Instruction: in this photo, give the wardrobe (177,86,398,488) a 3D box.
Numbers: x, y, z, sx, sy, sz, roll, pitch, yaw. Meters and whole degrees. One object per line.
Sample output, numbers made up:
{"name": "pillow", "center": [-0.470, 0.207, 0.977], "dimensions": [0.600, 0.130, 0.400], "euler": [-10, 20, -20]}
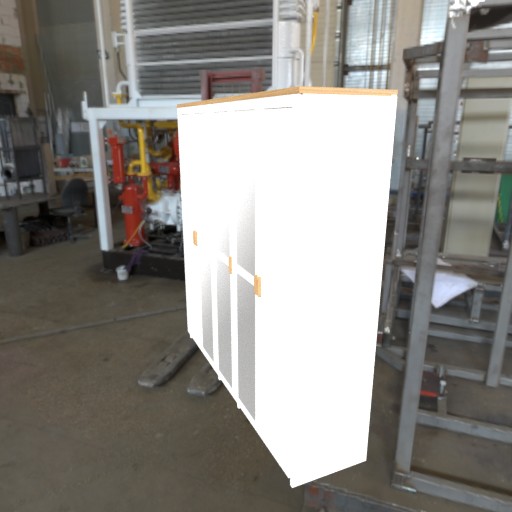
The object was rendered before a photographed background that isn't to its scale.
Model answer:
{"name": "wardrobe", "center": [0.000, 0.000, 3.382], "dimensions": [0.590, 2.260, 2.160], "euler": [-7, 18, -23]}
